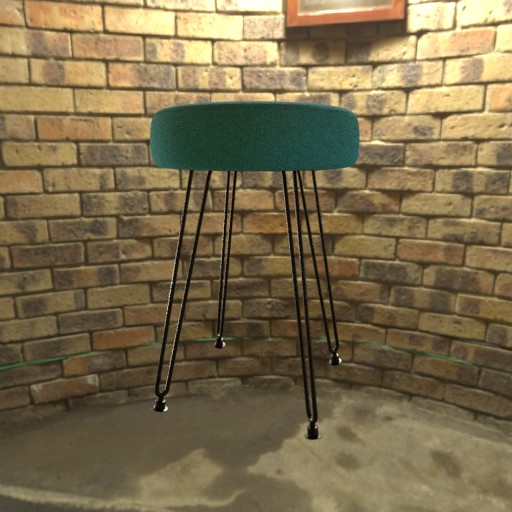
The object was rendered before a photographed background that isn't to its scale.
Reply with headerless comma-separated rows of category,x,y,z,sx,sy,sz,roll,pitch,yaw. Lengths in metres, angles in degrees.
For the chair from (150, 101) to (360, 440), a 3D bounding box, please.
chair,0.000,0.000,0.692,0.350,0.440,0.350,-7,15,-27
